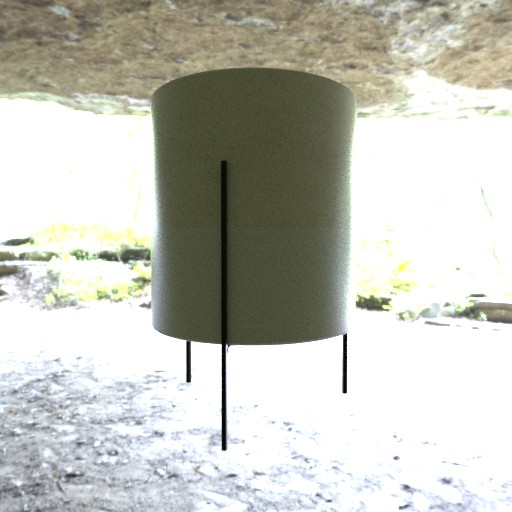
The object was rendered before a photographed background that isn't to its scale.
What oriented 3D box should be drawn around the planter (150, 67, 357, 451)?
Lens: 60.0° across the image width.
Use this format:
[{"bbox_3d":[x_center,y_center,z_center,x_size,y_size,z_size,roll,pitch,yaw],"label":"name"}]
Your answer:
[{"bbox_3d":[0.000,0.000,0.720,0.333,0.483,0.324,0,2,-18],"label":"planter"}]
